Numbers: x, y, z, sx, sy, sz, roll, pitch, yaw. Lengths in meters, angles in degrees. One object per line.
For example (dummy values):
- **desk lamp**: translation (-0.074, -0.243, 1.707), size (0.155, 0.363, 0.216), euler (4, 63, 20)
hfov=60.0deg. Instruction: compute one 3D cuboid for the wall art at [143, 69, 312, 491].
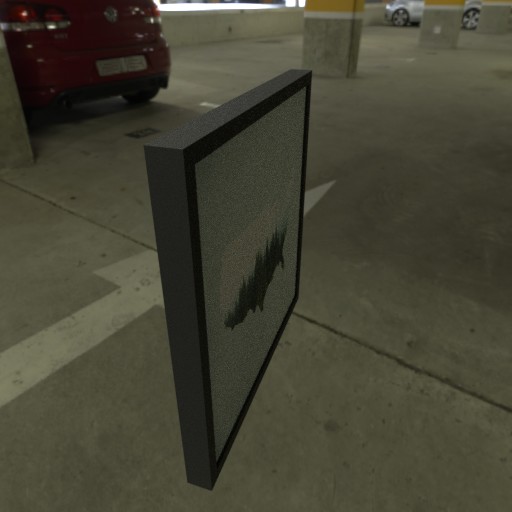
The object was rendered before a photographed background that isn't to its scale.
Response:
- **wall art**: translation (0.000, 0.000, 0.733), size (0.040, 0.509, 0.509), euler (10, 32, 16)
